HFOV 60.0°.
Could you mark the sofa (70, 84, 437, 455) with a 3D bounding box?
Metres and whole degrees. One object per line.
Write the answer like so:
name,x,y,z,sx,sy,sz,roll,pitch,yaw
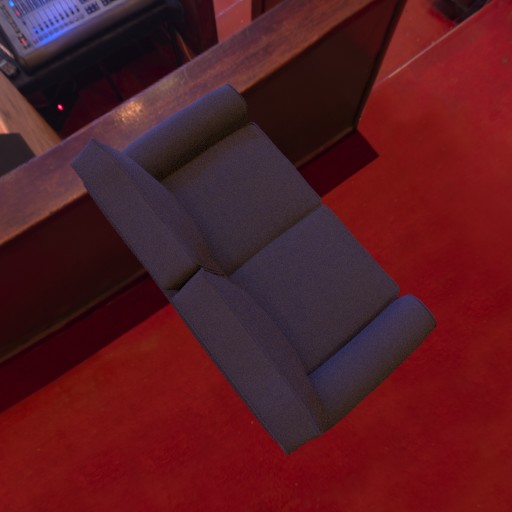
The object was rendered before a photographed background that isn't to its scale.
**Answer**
sofa,0.000,0.000,2.407,0.997,1.059,1.801,-37,79,-8
